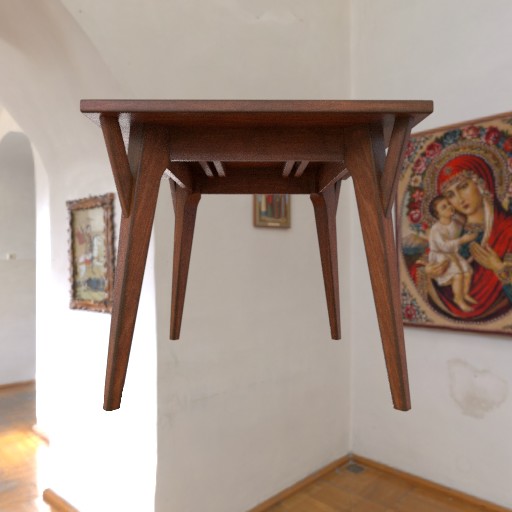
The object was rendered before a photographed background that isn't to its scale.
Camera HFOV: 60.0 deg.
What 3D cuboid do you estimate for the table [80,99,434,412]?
[{"bbox_3d":[0.000,0.000,1.549,0.838,0.761,0.991,0,1,0],"label":"table"}]
